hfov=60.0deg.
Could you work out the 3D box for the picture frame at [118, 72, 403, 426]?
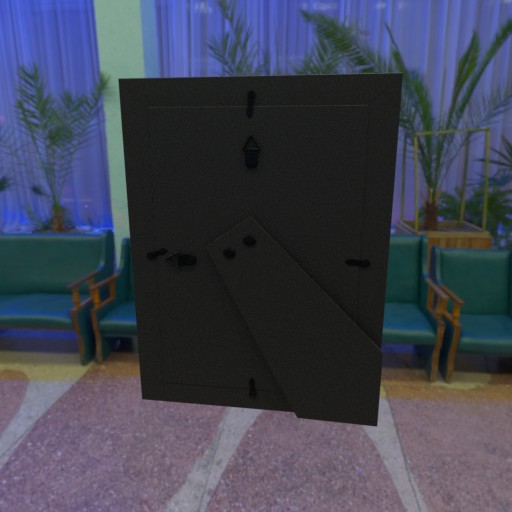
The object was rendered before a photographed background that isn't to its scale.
[{"bbox_3d":[0.000,0.000,0.275,0.157,0.208,0.028,2,15,8],"label":"picture frame"}]
